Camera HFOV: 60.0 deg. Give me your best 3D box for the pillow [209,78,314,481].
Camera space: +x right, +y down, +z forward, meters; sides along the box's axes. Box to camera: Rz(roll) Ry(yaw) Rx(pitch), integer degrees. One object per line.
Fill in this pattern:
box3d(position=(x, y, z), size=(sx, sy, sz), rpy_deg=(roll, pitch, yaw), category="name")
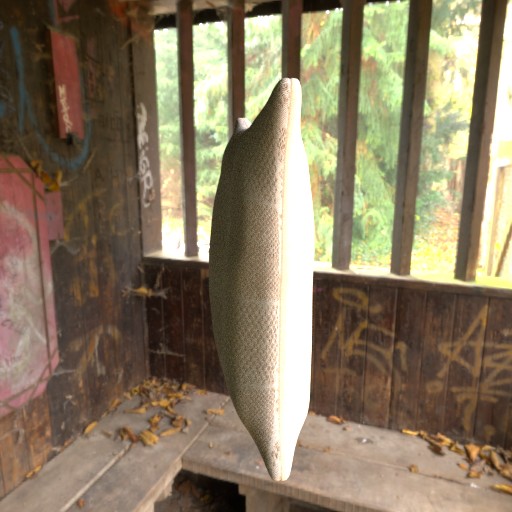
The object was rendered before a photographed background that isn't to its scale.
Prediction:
box3d(position=(0.000, 0.000, 0.662), size=(0.138, 0.432, 0.436), rpy_deg=(-2, 12, -8), category="pillow")
